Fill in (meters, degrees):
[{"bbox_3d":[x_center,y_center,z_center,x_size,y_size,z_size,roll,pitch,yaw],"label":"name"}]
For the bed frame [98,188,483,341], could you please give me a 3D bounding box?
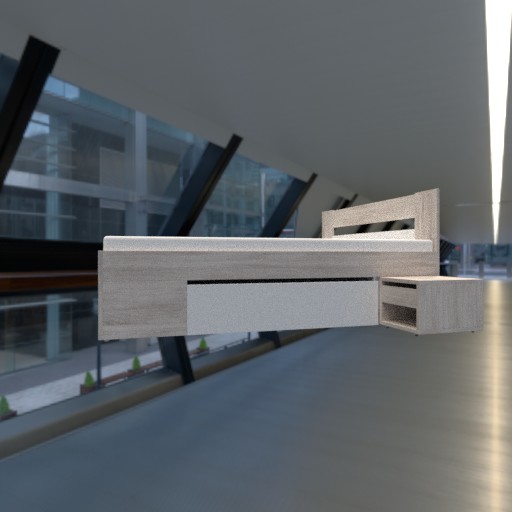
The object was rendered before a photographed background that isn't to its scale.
[{"bbox_3d":[0.000,0.000,3.131,2.050,0.860,2.040,0,0,-17],"label":"bed frame"}]
